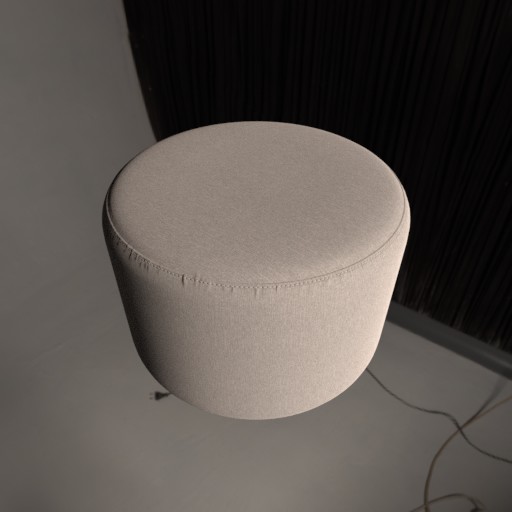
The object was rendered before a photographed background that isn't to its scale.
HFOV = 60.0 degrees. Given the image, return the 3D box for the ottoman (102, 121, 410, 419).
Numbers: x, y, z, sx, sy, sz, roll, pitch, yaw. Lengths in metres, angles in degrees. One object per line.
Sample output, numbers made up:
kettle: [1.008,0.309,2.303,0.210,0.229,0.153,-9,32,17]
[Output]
ottoman: [0.000,0.000,1.000,0.608,0.433,0.608,0,40,0]
